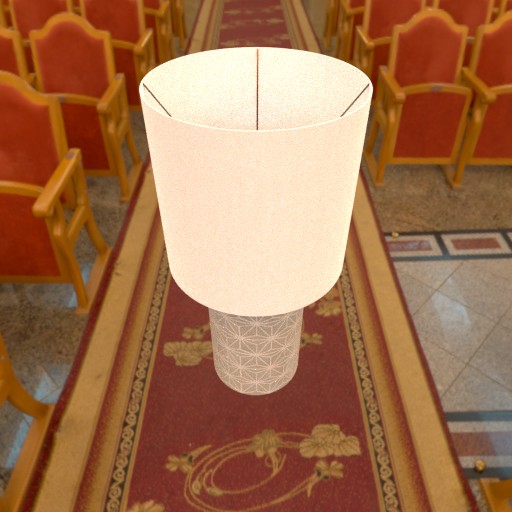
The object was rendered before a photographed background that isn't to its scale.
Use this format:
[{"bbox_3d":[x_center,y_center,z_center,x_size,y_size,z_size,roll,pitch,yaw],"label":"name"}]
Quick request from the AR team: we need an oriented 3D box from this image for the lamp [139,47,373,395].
[{"bbox_3d":[0.000,0.000,0.535,0.206,0.416,0.206,0,41,0],"label":"lamp"}]
